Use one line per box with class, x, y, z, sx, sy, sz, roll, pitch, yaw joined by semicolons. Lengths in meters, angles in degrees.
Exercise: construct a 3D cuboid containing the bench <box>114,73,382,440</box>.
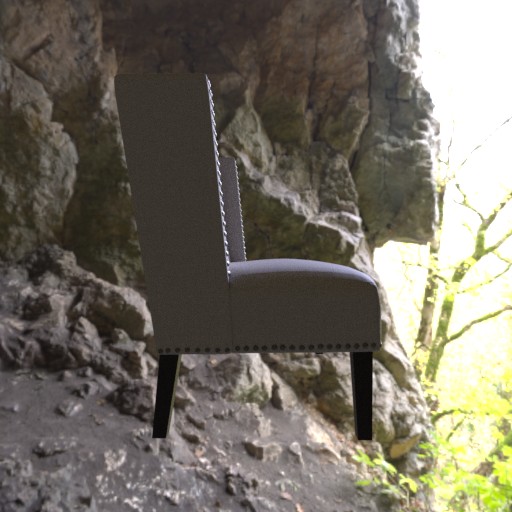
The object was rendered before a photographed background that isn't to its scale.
bench;0.000;0.000;1.969;0.847;1.123;1.280;0;0;1
